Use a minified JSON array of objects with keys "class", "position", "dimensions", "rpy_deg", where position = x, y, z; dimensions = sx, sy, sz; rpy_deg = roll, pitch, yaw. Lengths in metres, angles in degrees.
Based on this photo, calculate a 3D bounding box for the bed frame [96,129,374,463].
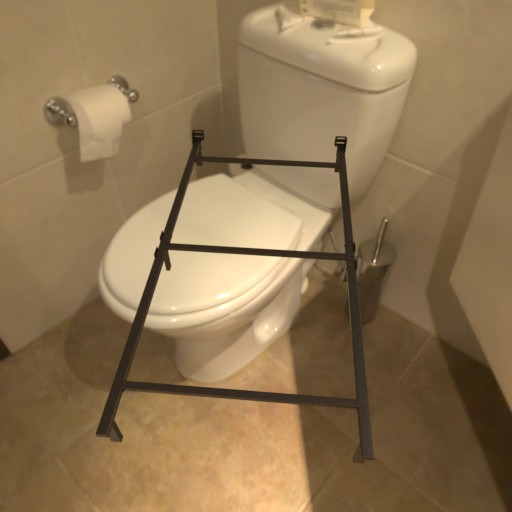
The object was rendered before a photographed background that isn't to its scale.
[{"class":"bed frame","position":[0.000,0.000,2.197],"dimensions":[0.968,0.248,1.897],"rpy_deg":[4,46,3]}]
